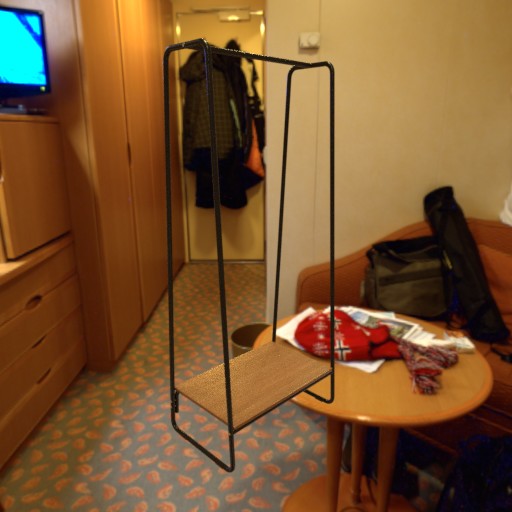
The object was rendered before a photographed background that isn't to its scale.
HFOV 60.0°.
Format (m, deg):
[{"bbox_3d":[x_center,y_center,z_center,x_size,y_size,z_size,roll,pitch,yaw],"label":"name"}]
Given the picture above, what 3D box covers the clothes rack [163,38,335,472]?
[{"bbox_3d":[0.000,0.000,1.786,0.640,1.500,0.400,-15,21,-43],"label":"clothes rack"}]
